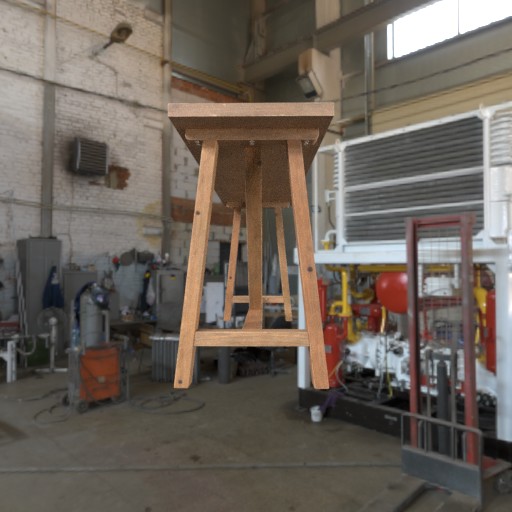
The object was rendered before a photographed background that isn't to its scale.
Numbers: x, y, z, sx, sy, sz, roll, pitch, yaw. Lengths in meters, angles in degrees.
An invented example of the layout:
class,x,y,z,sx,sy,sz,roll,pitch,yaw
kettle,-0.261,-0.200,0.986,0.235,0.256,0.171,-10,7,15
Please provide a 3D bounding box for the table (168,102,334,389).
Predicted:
class,x,y,z,sx,sy,sz,roll,pitch,yaw
table,0.000,0.000,2.128,0.465,0.810,1.800,0,-1,1
